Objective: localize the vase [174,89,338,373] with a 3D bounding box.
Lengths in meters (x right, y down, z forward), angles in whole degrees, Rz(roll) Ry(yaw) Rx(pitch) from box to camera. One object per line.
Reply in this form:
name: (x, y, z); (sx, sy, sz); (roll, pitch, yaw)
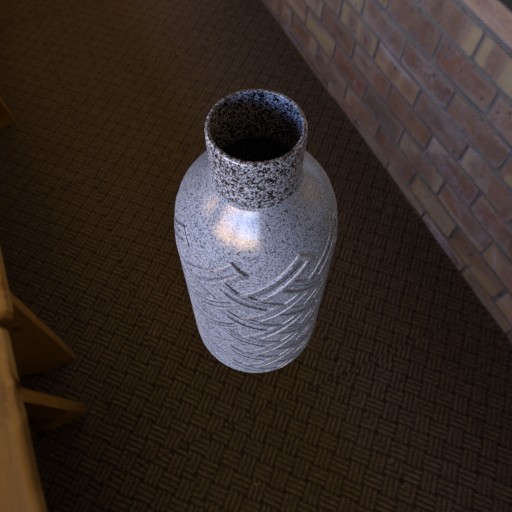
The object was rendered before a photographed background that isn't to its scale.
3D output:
vase: (0.000, 0.000, 0.344); (0.122, 0.282, 0.122); (0, 63, 0)
